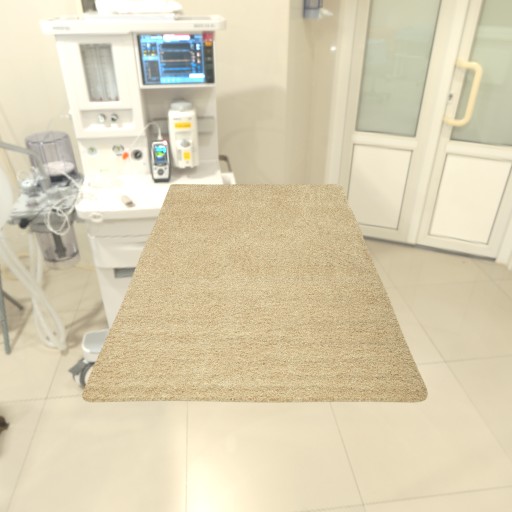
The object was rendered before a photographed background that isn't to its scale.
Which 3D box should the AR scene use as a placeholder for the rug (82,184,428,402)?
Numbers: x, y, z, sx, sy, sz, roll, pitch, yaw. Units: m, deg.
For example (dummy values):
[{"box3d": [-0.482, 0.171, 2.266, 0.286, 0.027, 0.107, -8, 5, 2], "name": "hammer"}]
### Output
[{"box3d": [0.000, 0.000, 2.890, 1.500, 0.025, 2.349, 0, 32, 0], "name": "rug"}]
